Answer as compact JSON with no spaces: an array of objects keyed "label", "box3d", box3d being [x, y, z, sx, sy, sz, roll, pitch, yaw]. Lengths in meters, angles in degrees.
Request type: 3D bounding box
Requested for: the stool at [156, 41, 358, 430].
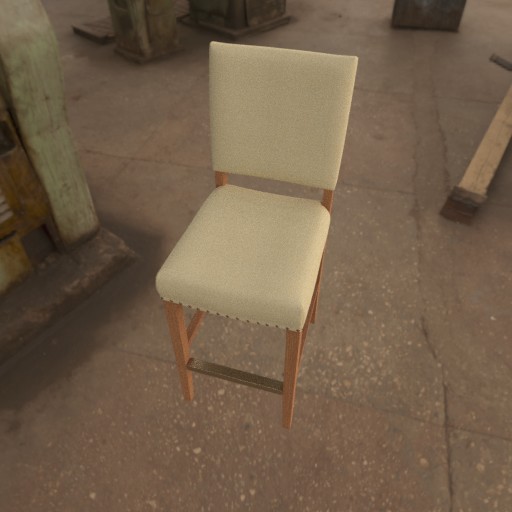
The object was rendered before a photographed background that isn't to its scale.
[{"label":"stool","box3d":[0.000,0.000,1.491,0.445,1.168,0.584,12,45,12]}]
